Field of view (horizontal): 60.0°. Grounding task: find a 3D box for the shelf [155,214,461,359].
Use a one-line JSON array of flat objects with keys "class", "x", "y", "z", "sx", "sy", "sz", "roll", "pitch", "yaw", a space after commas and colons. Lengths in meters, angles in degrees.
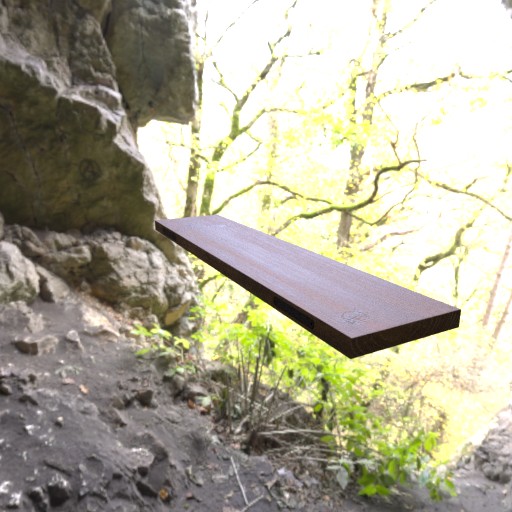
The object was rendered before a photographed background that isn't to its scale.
[{"class": "shelf", "x": 0.000, "y": 0.000, "z": 0.672, "sx": 0.140, "sy": 0.020, "sz": 0.610, "roll": -8, "pitch": 17, "yaw": -27}]
